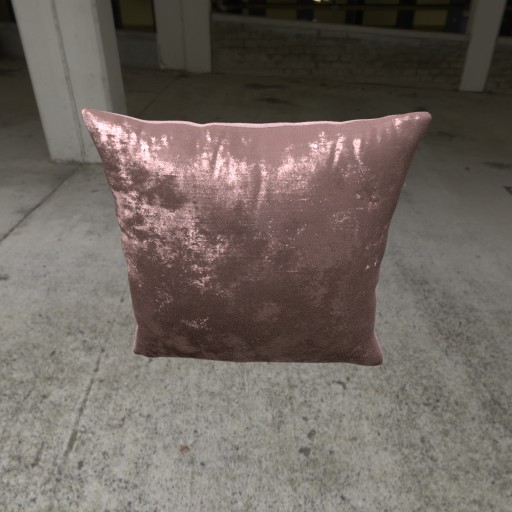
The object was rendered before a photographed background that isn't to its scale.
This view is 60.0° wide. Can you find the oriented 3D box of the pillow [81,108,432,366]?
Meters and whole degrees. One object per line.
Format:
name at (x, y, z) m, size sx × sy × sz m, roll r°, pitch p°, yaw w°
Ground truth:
pillow at (0.000, 0.000, 0.712) m, size 0.470 × 0.464 × 0.175 m, roll 1°, pitch 31°, yaw 1°
